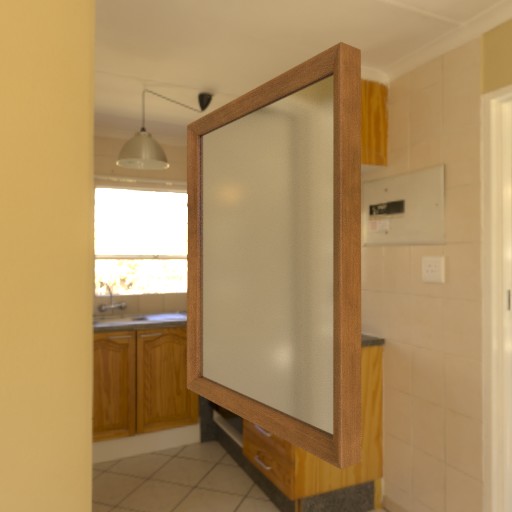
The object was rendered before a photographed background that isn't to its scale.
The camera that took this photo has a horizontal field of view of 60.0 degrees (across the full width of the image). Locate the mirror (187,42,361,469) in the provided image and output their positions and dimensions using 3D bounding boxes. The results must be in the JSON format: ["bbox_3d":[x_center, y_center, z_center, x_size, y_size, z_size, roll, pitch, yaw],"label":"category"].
[{"bbox_3d":[0.000,0.000,0.703,0.041,0.509,0.406,0,0,-35],"label":"mirror"}]
